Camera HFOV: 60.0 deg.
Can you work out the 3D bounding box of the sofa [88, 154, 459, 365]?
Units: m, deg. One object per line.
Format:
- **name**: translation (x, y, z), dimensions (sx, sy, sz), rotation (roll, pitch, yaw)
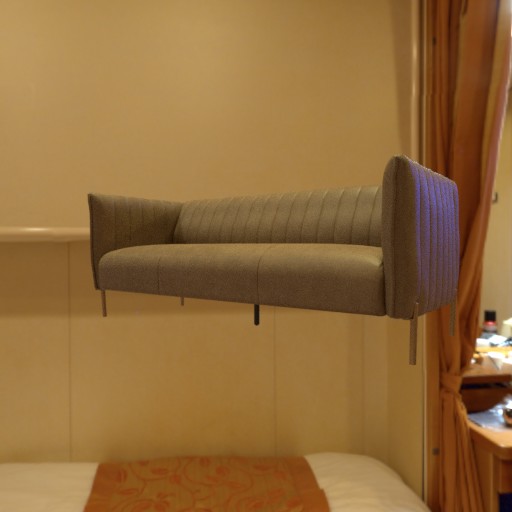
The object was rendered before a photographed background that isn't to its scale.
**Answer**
- **sofa**: translation (0.000, 0.000, 2.465), dimensions (1.980, 0.779, 0.876), rotation (1, 1, 36)
